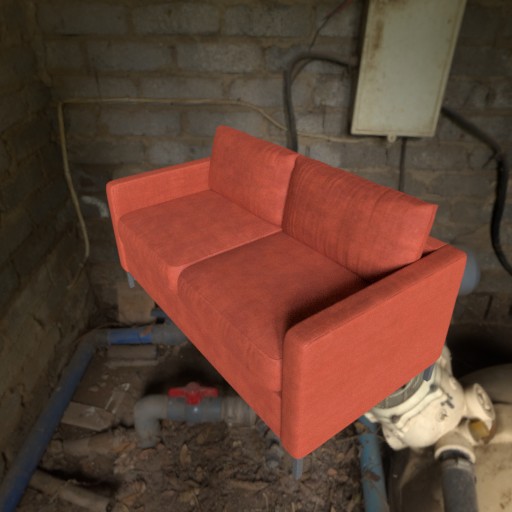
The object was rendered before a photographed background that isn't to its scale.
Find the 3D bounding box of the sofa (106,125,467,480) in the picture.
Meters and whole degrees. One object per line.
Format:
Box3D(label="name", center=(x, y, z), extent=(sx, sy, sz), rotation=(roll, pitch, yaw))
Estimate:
Box3D(label="sofa", center=(0.000, 0.000, 2.098), extent=(0.864, 0.896, 1.574), rotation=(-21, 37, -30))
